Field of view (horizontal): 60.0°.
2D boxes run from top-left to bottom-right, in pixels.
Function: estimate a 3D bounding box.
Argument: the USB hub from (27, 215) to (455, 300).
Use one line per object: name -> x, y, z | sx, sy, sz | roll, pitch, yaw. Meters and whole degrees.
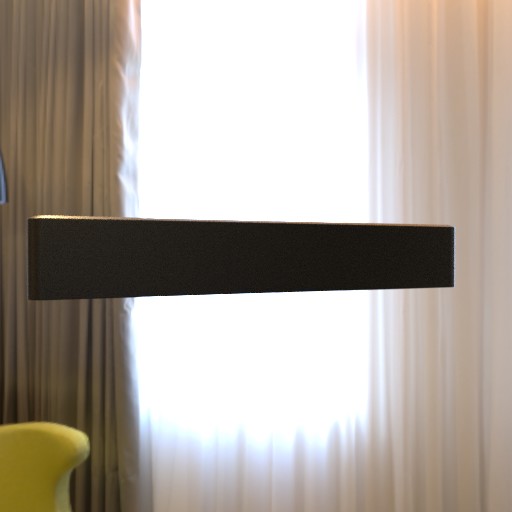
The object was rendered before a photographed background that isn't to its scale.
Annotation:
USB hub -> 0.000, 0.000, 0.162 | 0.145, 0.023, 0.044 | 0, 1, -19
